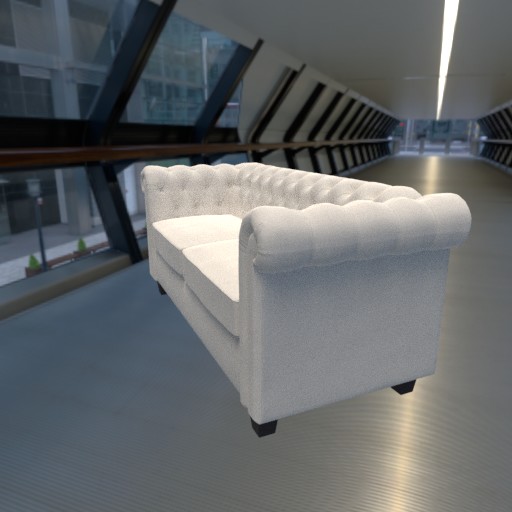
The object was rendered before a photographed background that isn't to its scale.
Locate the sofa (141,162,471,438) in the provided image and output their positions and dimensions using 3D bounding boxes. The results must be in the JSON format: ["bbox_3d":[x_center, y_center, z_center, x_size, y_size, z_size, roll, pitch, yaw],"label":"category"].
[{"bbox_3d":[0.000,0.000,2.178,0.771,0.796,1.798,-7,17,-23],"label":"sofa"}]
